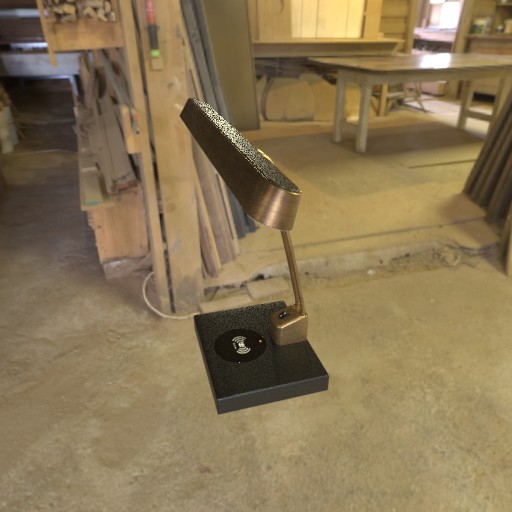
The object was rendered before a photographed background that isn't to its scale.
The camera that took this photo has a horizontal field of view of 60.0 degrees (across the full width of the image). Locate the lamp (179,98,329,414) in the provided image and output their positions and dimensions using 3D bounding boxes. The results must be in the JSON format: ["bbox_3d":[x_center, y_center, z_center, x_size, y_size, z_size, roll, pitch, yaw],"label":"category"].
[{"bbox_3d":[0.000,0.000,0.585,0.156,0.345,0.412,-8,30,-14],"label":"lamp"}]
